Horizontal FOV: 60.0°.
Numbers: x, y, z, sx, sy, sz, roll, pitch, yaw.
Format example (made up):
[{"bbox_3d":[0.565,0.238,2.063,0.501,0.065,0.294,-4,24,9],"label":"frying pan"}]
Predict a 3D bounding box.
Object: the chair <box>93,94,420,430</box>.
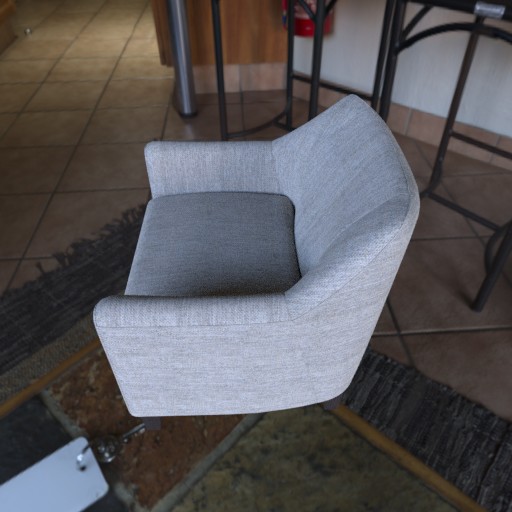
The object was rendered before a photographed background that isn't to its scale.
[{"bbox_3d":[0.000,0.000,1.374,0.758,0.761,0.796,-1,43,-1],"label":"chair"}]
